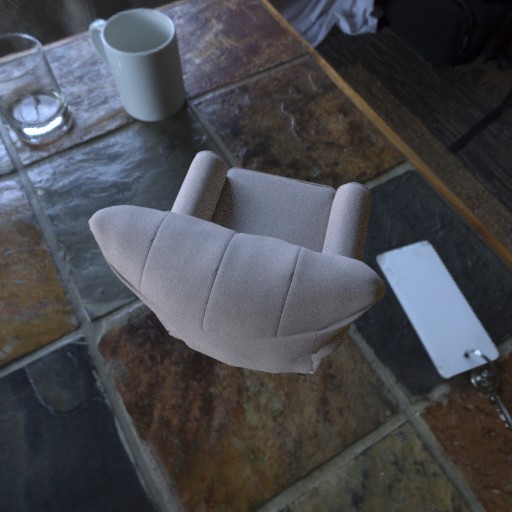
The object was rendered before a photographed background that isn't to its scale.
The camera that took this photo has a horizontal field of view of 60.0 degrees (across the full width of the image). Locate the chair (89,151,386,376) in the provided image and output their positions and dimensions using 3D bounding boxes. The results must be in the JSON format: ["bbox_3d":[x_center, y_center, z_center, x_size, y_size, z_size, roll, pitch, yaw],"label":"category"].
[{"bbox_3d":[0.000,0.000,1.946,0.942,1.209,1.025,14,64,7],"label":"chair"}]
